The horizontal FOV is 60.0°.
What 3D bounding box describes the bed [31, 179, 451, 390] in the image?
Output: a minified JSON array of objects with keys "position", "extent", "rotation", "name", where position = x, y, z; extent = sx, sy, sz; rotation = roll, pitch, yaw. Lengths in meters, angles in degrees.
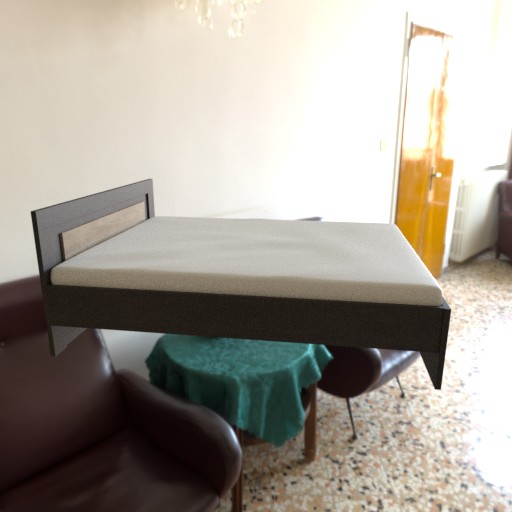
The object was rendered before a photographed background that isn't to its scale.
[{"position":[0.000,0.000,2.956],"extent":[2.073,0.823,1.585],"rotation":[2,16,8],"name":"bed"}]
